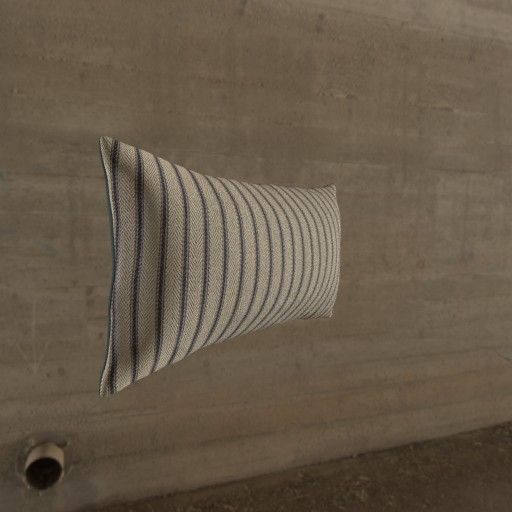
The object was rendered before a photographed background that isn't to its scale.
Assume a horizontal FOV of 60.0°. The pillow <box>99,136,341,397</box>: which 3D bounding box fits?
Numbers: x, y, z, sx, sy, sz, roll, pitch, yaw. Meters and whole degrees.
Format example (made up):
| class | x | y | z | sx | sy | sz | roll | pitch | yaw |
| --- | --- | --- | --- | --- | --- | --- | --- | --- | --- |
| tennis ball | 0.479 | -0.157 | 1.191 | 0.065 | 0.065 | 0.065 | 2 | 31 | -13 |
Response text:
| class | x | y | z | sx | sy | sz | roll | pitch | yaw |
| --- | --- | --- | --- | --- | --- | --- | --- | --- | --- |
| pillow | 0.000 | 0.000 | 0.743 | 0.151 | 0.305 | 0.609 | 1 | 2 | 35 |
